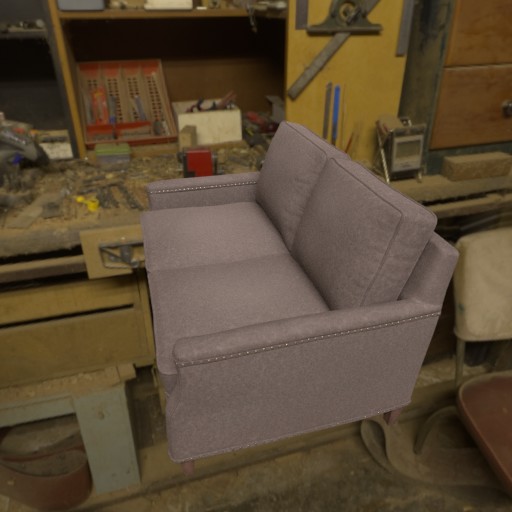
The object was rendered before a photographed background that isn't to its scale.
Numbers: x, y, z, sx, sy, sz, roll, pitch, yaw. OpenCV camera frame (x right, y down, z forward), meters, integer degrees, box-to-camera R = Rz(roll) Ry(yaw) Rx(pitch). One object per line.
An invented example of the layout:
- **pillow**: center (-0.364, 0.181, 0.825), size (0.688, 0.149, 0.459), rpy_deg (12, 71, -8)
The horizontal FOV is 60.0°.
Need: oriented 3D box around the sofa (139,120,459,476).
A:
- **sofa**: center (0.000, 0.000, 2.210), size (1.084, 1.003, 1.597), rpy_deg (-8, 31, -13)
